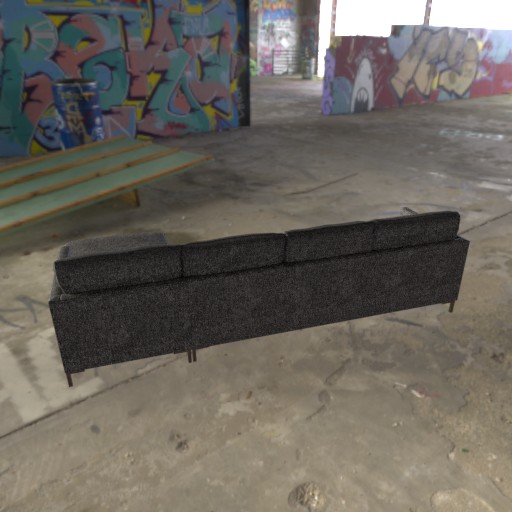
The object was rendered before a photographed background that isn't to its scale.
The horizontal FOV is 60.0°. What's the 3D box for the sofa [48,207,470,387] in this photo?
[{"bbox_3d":[0.000,0.000,4.077,3.384,0.970,1.488,-8,27,-16],"label":"sofa"}]
